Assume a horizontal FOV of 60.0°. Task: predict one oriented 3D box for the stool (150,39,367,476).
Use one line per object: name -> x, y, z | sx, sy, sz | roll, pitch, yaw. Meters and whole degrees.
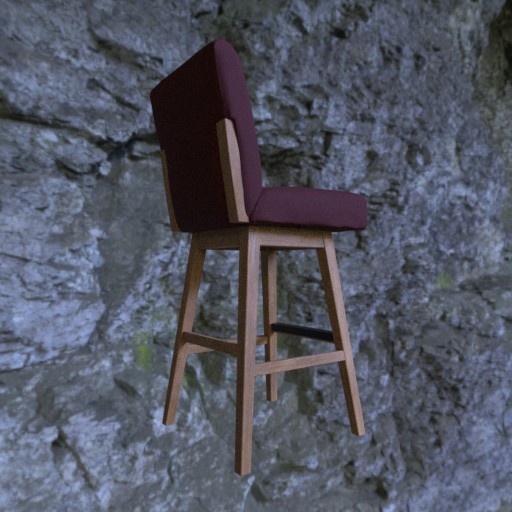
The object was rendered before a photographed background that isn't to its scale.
stool -> 0.000, 0.000, 1.404 | 0.562, 1.093, 0.468 | 1, -2, -36
